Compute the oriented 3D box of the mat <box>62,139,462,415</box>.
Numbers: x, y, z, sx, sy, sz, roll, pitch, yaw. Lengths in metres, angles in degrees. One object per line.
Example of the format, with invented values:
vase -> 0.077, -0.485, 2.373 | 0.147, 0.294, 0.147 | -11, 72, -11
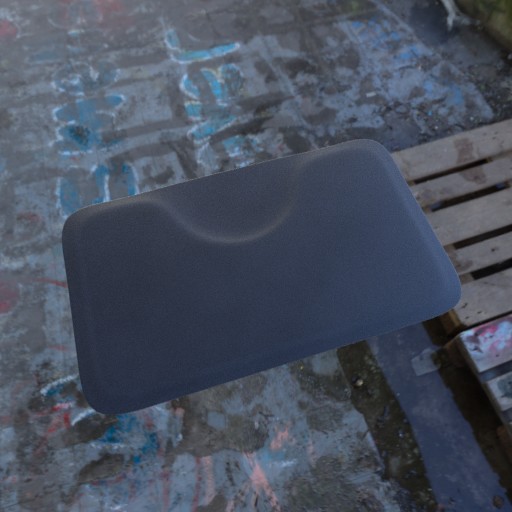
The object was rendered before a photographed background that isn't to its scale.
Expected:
mat -> 0.000, 0.000, 1.835 | 1.524, 0.013, 0.918 | -15, 64, -8
